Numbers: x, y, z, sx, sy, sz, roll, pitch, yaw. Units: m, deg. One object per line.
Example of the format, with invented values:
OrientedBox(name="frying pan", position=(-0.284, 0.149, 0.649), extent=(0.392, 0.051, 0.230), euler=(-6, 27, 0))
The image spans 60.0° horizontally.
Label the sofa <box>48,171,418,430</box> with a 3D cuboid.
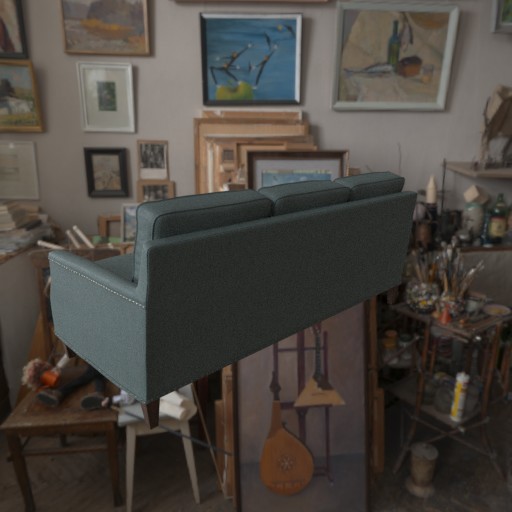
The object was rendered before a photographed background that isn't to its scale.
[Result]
OrientedBox(name="sofa", position=(0.000, 0.000, 2.846), extent=(2.246, 1.003, 1.084), euler=(-15, 22, -42))
